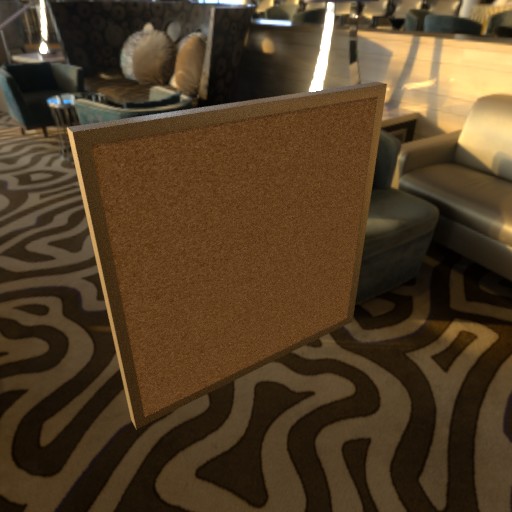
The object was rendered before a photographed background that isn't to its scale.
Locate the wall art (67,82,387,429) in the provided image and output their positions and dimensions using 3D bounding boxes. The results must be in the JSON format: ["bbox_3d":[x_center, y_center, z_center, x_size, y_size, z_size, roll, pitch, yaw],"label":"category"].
[{"bbox_3d":[0.000,0.000,1.137,0.767,0.765,0.036,-19,36,-29],"label":"wall art"}]
